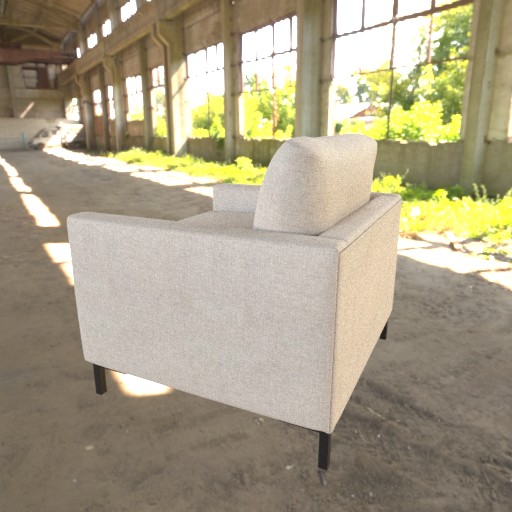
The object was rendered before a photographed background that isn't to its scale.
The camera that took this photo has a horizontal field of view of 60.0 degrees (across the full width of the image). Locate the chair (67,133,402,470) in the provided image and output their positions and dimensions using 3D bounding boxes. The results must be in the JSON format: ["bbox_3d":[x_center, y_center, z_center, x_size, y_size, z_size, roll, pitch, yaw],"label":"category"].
[{"bbox_3d":[0.000,0.000,1.612,0.866,0.861,0.963,8,18,25],"label":"chair"}]
